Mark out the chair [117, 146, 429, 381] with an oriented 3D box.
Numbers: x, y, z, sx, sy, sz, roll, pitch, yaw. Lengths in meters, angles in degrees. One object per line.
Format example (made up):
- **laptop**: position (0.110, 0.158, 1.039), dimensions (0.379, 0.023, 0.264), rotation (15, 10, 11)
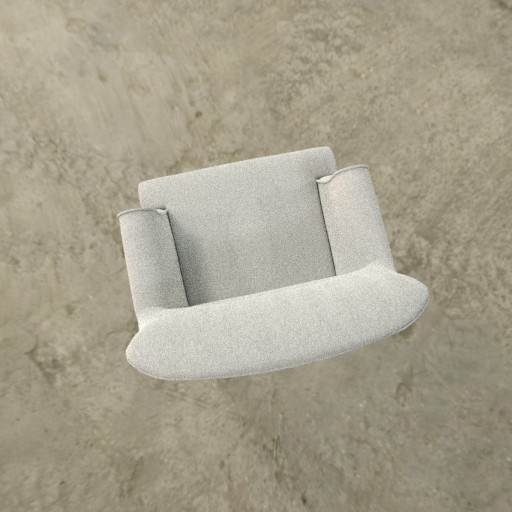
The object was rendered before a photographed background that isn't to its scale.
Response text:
- **chair**: position (0.000, 0.000, 1.463), dimensions (0.781, 0.875, 0.750), rotation (-12, 75, -3)
